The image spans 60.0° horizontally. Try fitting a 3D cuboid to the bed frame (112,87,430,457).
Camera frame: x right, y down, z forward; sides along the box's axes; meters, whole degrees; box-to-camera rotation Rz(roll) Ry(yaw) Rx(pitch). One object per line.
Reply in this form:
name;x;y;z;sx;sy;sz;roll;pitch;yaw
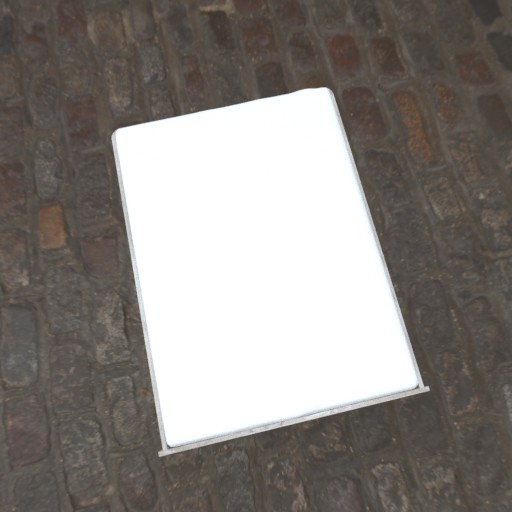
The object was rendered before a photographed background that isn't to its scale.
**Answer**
bed frame;0.000;0.000;2.715;1.490;0.462;1.950;-13;76;-3
